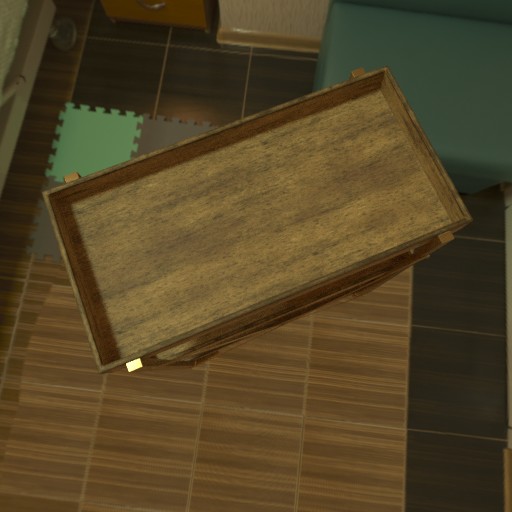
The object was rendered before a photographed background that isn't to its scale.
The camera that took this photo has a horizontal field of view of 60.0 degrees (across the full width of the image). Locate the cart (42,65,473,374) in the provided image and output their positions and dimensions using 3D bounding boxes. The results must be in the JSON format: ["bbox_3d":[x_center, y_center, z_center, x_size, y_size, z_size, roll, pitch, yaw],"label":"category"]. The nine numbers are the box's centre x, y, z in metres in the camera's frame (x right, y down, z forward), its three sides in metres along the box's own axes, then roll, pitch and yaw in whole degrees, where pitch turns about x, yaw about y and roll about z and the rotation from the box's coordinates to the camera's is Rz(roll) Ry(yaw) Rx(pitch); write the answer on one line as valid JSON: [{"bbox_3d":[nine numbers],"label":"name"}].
[{"bbox_3d":[0.000,0.000,1.242,0.750,0.799,0.416,-22,77,-5],"label":"cart"}]
